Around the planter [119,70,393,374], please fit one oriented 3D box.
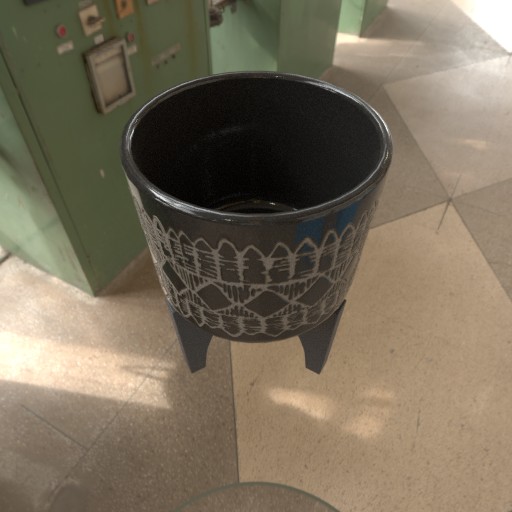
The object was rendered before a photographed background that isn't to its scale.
[{"bbox_3d":[0.000,0.000,0.276,0.129,0.177,0.129,0,47,0],"label":"planter"}]
